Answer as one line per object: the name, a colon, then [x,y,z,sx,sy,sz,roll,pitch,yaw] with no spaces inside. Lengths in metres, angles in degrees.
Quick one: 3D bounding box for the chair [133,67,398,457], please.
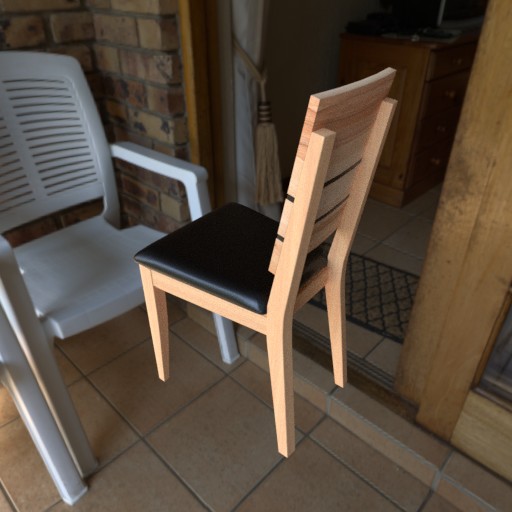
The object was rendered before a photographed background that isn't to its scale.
chair: [0.000,0.000,1.171,0.520,0.940,0.410,23,40,31]
